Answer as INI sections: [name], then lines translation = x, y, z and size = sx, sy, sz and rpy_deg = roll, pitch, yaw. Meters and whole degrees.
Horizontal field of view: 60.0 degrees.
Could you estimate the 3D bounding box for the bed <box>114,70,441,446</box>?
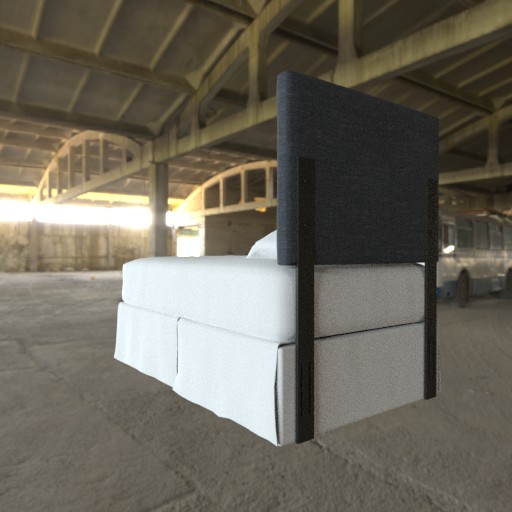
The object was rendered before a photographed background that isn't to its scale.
[bed]
translation = 0.000, 0.000, 2.953
size = 1.261, 1.571, 1.997
rpy_deg = 0, 1, -36
